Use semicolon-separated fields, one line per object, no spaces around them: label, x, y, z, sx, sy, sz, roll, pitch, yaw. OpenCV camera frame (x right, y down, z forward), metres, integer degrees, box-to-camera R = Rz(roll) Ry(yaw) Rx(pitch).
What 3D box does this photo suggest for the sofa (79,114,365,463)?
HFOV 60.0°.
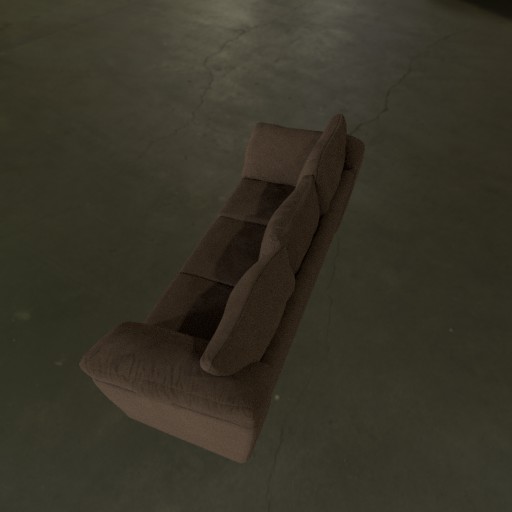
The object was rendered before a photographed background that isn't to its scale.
sofa;0.000;0.000;2.823;0.878;1.015;2.336;16;48;15
